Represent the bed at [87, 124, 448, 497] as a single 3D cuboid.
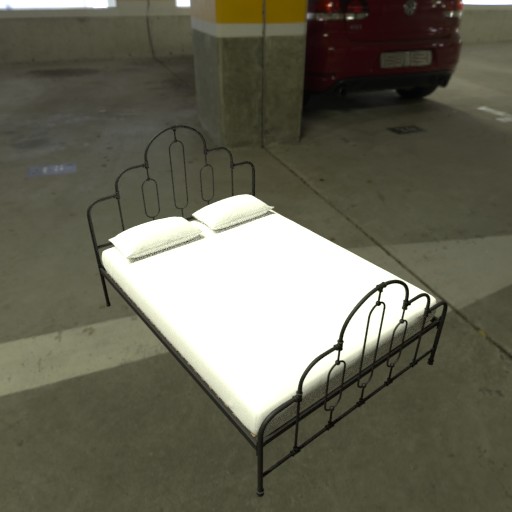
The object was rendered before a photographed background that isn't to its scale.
[{"bbox_3d":[0.000,0.000,3.188,1.640,1.429,2.163,-22,37,-32],"label":"bed"}]
